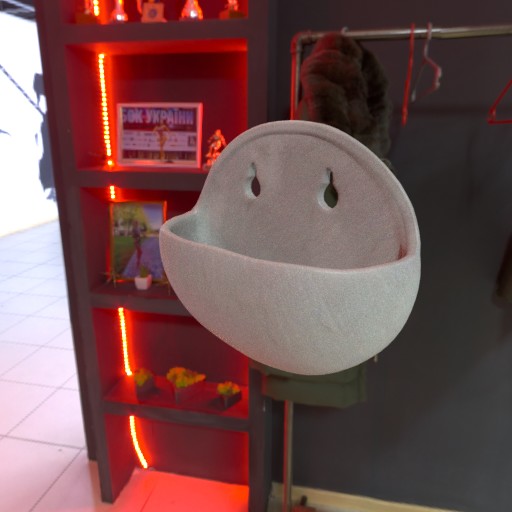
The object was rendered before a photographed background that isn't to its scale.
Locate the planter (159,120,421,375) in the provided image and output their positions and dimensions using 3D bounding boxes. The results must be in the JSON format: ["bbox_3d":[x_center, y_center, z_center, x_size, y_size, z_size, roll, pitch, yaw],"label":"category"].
[{"bbox_3d":[0.000,0.000,0.278,0.190,0.164,0.073,15,22,42],"label":"planter"}]
